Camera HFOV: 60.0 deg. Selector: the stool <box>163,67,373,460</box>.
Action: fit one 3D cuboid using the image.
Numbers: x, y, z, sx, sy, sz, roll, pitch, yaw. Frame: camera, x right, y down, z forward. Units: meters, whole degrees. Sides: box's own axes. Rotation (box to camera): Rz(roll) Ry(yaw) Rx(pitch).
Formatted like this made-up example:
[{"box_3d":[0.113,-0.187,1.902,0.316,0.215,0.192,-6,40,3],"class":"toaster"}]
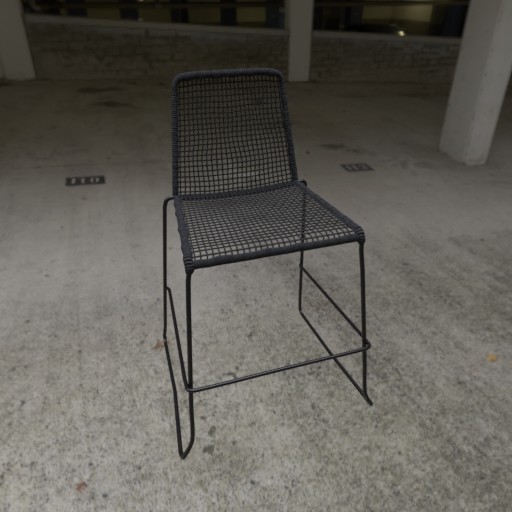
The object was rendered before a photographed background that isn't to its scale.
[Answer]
[{"box_3d":[0.000,0.000,1.236,0.590,0.905,0.509,-10,33,-15],"class":"stool"}]
